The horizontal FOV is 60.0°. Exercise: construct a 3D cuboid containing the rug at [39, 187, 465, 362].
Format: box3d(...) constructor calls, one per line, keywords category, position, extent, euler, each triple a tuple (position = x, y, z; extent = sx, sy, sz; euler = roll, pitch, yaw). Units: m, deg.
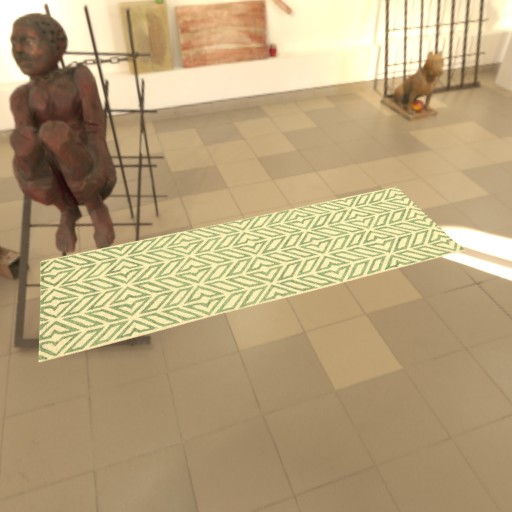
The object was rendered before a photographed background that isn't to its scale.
box3d(category="rug", position=(0.000, 0.000, 2.656), extent=(2.435, 0.009, 0.750), euler=(-13, 43, -14))
